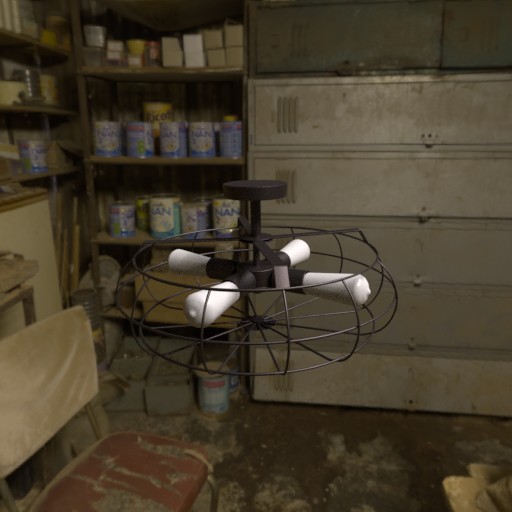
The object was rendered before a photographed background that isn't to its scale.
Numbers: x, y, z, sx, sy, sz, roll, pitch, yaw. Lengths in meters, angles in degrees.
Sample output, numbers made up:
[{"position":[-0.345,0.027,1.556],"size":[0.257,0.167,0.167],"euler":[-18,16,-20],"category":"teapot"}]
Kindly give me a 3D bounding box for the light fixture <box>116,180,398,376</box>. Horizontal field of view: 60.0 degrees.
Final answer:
[{"position":[0.000,0.000,0.944],"size":[0.582,0.311,0.582],"euler":[0,16,0],"category":"light fixture"}]
